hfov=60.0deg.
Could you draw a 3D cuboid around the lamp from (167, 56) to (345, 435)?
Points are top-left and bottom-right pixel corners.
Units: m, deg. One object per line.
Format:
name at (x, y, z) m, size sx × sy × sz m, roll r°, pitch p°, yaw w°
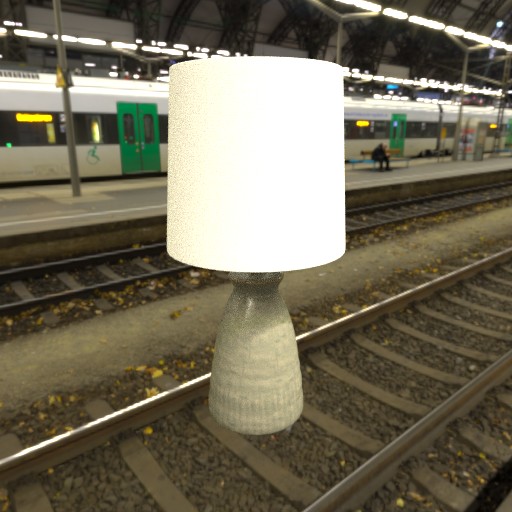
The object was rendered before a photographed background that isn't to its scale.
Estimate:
lamp at (0.000, 0.000, 0.475) m, size 0.186 × 0.369 × 0.186 m, roll 0°, pitch 16°, yaw 0°
